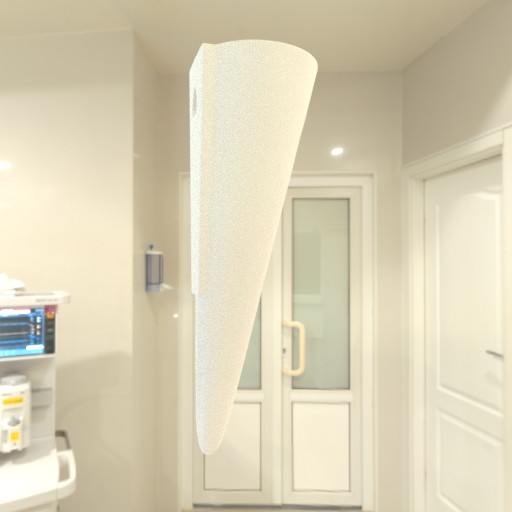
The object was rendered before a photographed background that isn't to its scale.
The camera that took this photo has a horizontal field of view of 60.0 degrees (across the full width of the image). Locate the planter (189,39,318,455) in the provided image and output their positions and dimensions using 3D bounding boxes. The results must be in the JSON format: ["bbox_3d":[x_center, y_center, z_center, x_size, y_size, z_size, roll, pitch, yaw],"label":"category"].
[{"bbox_3d":[0.000,0.000,0.226,0.064,0.193,0.057,0,-1,-19],"label":"planter"}]
